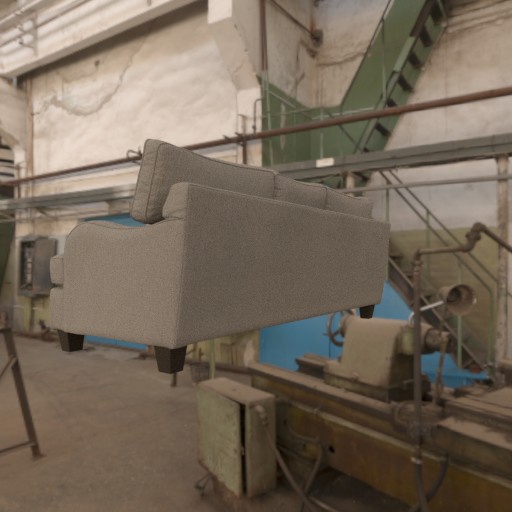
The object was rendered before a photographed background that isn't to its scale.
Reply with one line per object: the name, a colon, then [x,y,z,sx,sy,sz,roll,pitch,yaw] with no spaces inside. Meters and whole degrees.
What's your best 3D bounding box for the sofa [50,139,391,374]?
sofa: [0.000,0.000,2.918,1.016,0.991,2.323,0,-1,36]
